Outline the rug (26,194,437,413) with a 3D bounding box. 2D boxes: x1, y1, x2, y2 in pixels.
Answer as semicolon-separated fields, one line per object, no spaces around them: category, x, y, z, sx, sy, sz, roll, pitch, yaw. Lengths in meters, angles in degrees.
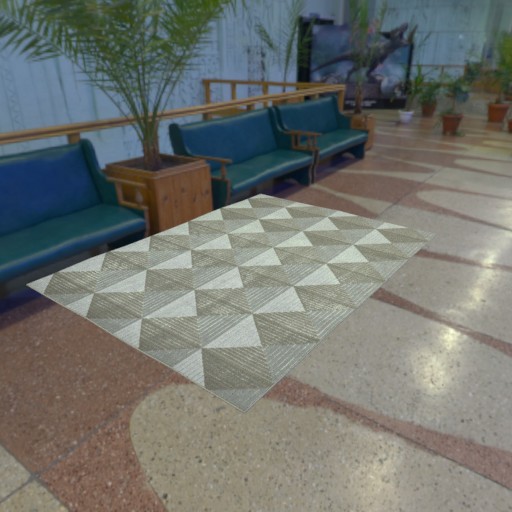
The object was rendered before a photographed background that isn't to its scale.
rug;0.000;0.000;4.334;2.428;0.027;3.333;18;31;34
